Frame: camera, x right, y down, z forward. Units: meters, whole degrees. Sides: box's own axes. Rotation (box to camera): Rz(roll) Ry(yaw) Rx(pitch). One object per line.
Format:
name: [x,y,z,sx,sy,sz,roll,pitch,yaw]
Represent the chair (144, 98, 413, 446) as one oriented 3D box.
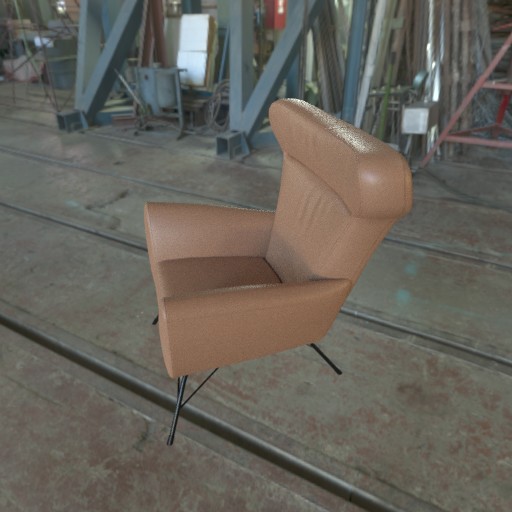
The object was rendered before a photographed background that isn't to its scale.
chair: [0.000,0.000,1.798,0.900,1.050,0.980,-8,31,-13]
